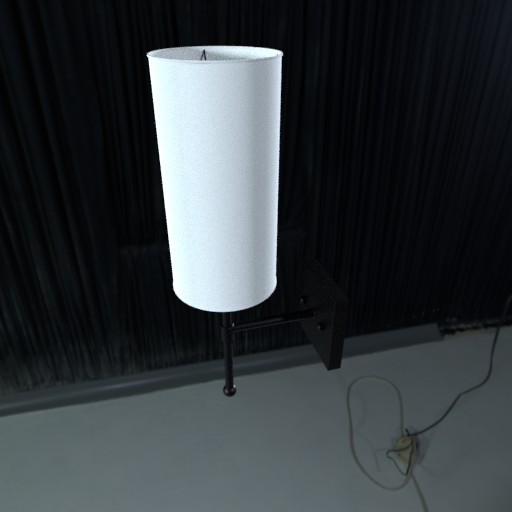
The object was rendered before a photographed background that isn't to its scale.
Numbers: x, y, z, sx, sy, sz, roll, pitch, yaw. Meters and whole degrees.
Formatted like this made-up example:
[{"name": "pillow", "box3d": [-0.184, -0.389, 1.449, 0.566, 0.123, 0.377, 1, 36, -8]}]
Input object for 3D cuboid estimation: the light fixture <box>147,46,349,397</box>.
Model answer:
[{"name": "light fixture", "box3d": [0.000, 0.000, 0.548, 0.208, 0.462, 0.128, -8, 31, -14]}]
